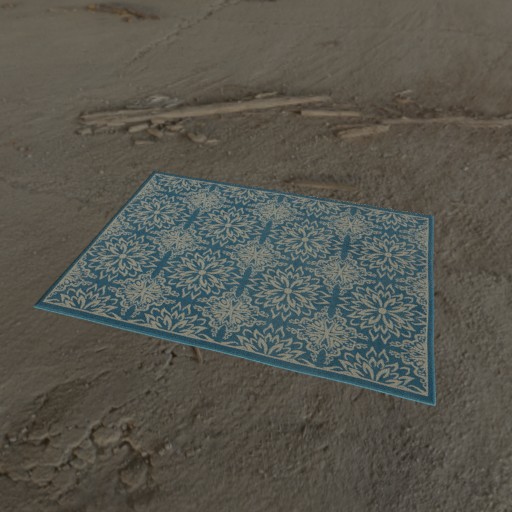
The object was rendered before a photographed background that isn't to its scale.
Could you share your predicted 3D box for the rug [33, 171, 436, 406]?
[{"bbox_3d":[0.000,0.000,2.861,2.205,0.012,1.554,11,43,12],"label":"rug"}]
